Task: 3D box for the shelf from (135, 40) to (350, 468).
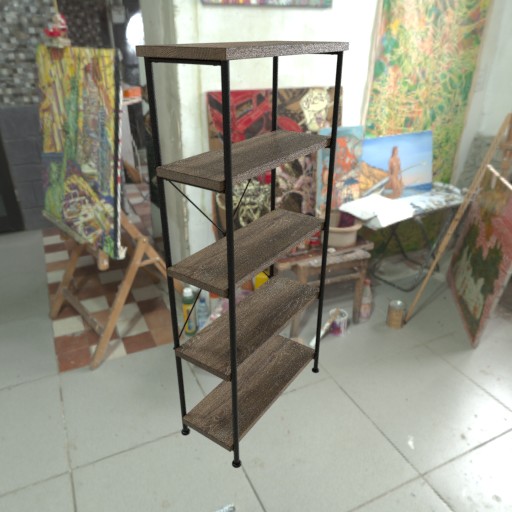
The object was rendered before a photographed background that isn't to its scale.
[{"bbox_3d":[0.000,0.000,1.965,0.360,1.700,0.800,18,32,31],"label":"shelf"}]
